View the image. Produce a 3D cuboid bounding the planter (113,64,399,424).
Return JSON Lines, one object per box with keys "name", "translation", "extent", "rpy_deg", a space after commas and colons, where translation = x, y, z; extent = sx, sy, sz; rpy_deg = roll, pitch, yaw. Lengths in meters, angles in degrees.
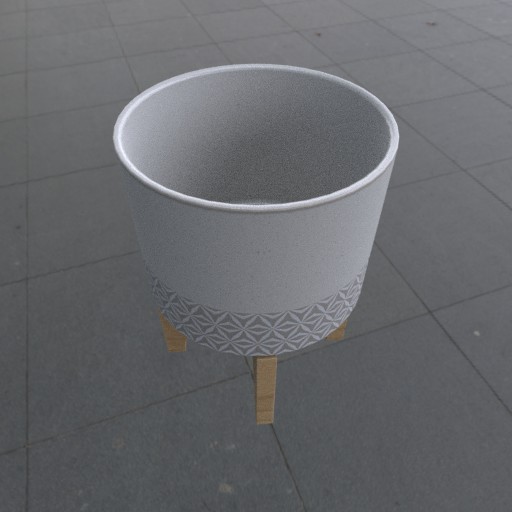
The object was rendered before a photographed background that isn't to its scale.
{"name": "planter", "translation": [0.000, 0.000, 0.390], "extent": [0.188, 0.260, 0.188], "rpy_deg": [0, 45, 0]}
